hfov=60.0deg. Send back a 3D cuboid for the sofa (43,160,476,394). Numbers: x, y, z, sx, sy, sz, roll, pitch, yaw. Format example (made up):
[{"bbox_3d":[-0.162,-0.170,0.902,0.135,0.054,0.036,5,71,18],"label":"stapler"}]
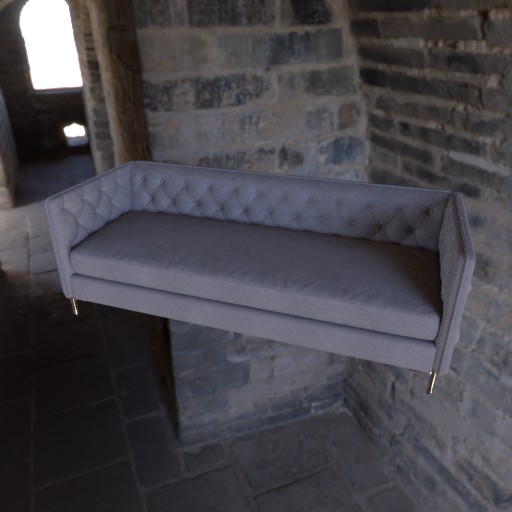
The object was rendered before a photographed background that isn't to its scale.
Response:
[{"bbox_3d":[0.000,0.000,2.613,2.209,0.771,0.895,9,28,17],"label":"sofa"}]
